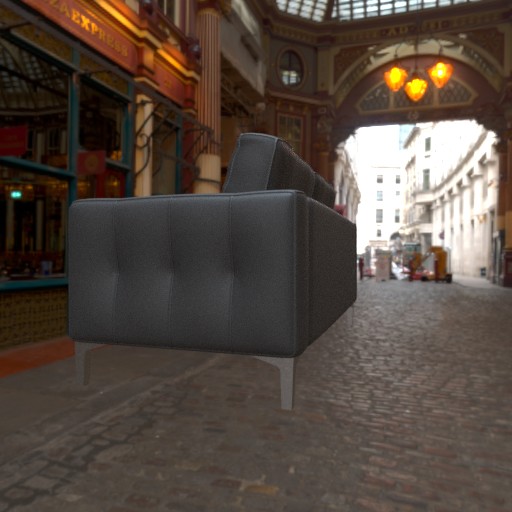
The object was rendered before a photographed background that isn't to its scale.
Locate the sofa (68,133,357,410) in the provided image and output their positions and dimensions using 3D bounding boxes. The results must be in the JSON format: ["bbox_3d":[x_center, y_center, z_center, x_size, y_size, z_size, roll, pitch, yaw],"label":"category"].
[{"bbox_3d":[0.000,0.000,2.198,0.833,0.893,1.726,0,0,18],"label":"sofa"}]
